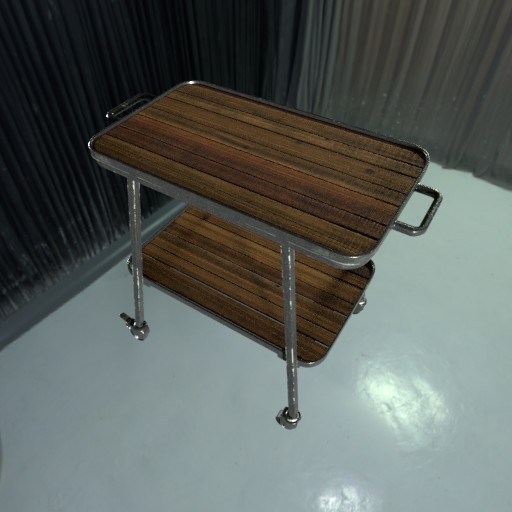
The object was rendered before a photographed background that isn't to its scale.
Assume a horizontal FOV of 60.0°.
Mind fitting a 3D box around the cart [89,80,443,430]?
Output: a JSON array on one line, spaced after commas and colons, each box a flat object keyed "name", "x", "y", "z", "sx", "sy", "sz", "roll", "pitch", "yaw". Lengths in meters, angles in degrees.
[{"name": "cart", "x": 0.000, "y": 0.000, "z": 1.241, "sx": 0.806, "sy": 0.700, "sz": 0.515, "roll": 24, "pitch": 51, "yaw": 21}]
